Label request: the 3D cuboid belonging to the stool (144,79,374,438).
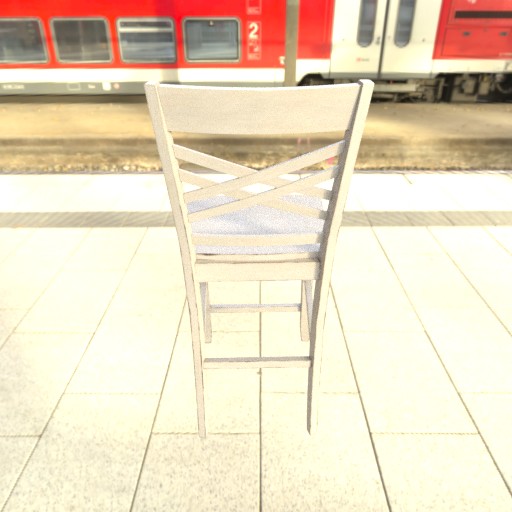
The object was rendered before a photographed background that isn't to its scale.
[{"bbox_3d":[0.000,0.000,1.368,0.462,1.079,0.539,-1,29,-1],"label":"stool"}]
